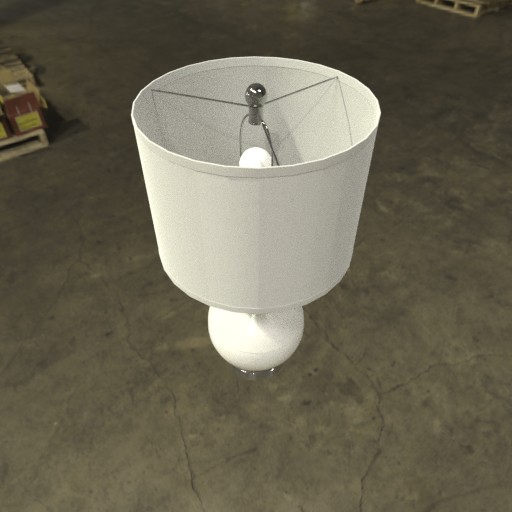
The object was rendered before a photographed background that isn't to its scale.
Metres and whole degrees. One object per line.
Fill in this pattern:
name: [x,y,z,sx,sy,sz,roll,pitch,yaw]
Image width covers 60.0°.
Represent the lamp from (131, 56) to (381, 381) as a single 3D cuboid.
lamp: [0.000,0.000,0.858,0.357,0.673,0.357,-30,51,-28]
